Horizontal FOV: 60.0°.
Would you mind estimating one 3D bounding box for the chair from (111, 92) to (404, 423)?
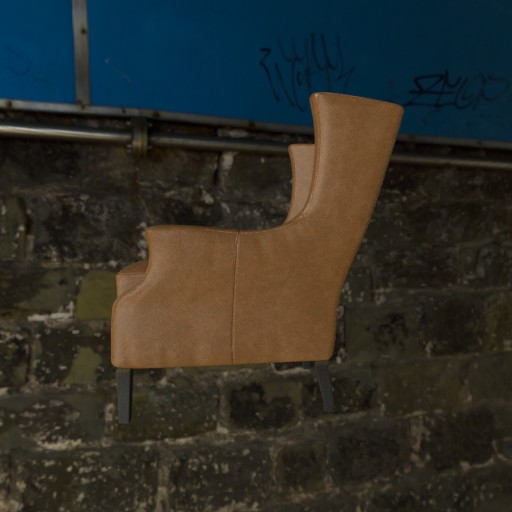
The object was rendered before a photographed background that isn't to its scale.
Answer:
[{"bbox_3d":[0.000,0.000,1.719,0.925,1.016,0.852,0,1,-2],"label":"chair"}]
